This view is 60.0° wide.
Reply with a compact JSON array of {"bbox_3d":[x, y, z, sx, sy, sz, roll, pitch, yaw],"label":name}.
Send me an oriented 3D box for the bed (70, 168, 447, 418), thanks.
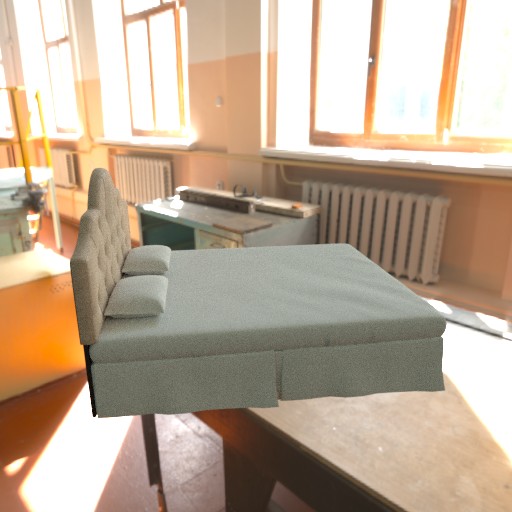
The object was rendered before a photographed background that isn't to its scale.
[{"bbox_3d":[0.000,0.000,2.969,1.970,1.194,1.667,-3,17,-8],"label":"bed"}]
